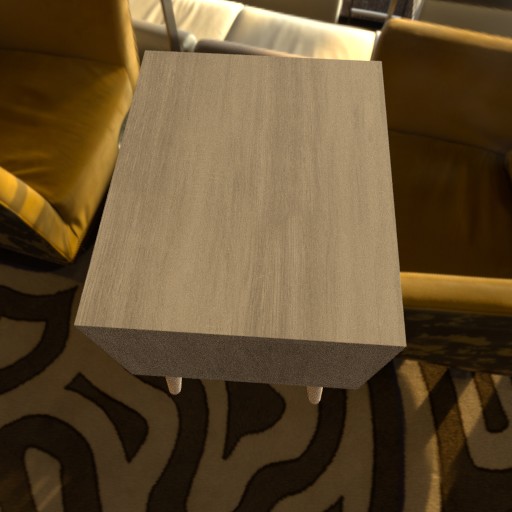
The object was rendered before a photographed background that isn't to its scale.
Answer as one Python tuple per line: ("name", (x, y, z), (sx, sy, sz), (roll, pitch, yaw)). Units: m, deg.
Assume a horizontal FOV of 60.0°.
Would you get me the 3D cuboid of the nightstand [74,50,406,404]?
("nightstand", (0.000, 0.000, 0.816), (0.380, 0.500, 0.450), (3, 63, 2))
